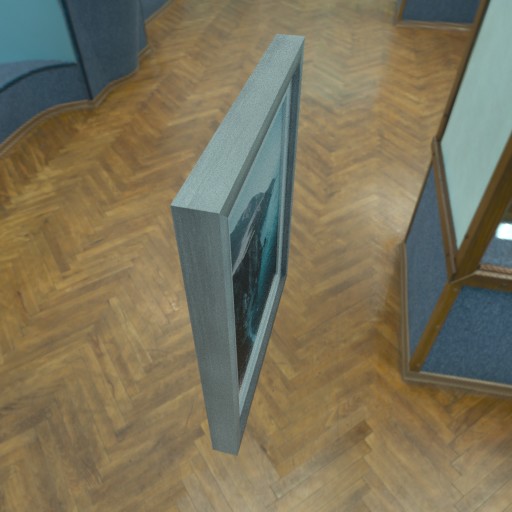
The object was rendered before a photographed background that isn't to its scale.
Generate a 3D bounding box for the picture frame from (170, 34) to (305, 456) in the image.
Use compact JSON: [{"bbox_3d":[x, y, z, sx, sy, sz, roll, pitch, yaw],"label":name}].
[{"bbox_3d":[0.000,0.000,0.745,0.046,0.555,0.449,10,46,10],"label":"picture frame"}]
